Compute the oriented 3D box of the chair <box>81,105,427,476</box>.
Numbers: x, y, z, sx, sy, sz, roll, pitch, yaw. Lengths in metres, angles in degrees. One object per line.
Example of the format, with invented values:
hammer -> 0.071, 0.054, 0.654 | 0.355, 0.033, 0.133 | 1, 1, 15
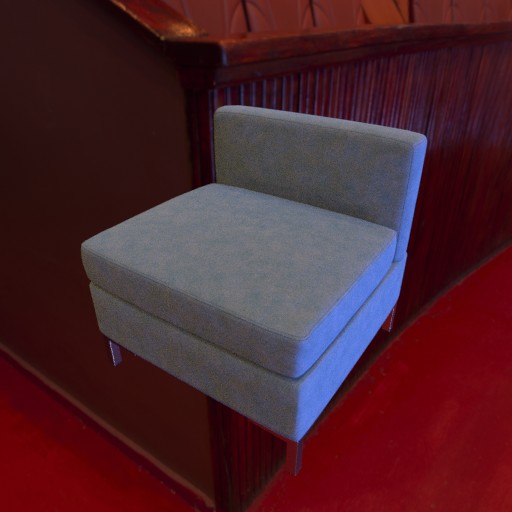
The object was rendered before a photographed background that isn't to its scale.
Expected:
chair -> 0.000, 0.000, 1.244 | 0.684, 0.660, 0.685 | 19, 35, 29
